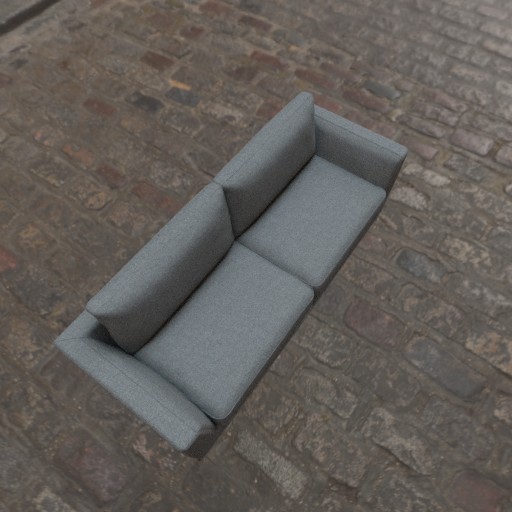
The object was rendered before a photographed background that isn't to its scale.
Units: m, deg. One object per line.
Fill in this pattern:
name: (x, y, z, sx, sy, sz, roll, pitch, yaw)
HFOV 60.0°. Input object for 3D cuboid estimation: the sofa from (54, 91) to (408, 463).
sofa: (0.000, 0.000, 2.690, 0.869, 1.002, 2.212, 32, 64, 18)
